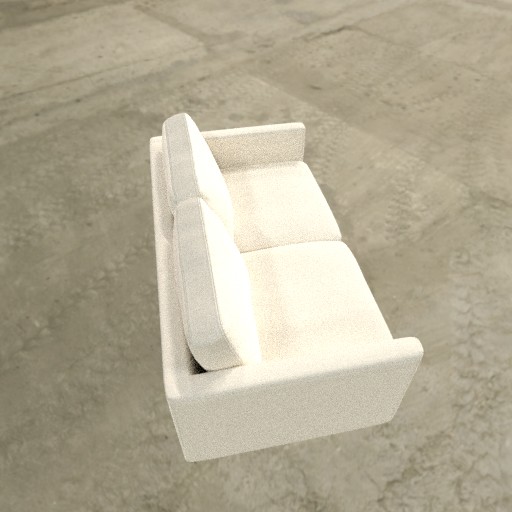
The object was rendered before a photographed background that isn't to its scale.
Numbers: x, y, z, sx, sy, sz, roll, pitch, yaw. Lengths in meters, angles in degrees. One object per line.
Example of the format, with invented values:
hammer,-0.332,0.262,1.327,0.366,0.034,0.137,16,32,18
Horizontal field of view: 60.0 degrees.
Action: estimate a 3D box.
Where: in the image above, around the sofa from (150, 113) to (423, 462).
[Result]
sofa,0.000,0.000,2.266,0.964,0.888,1.702,-8,46,-8
